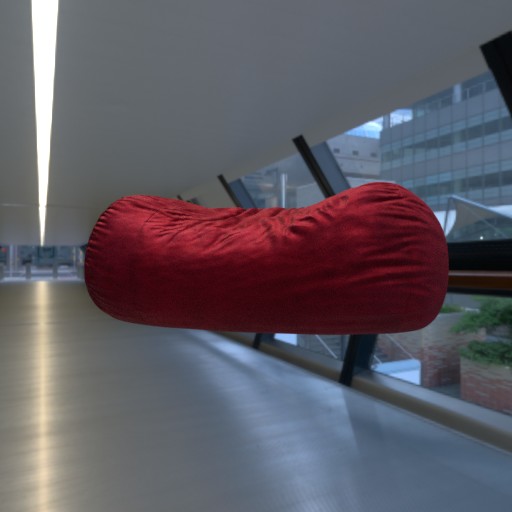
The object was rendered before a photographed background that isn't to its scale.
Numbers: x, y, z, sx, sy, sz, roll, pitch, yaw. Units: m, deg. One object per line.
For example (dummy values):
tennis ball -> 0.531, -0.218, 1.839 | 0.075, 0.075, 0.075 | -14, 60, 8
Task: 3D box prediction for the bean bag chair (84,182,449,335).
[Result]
bean bag chair -> 0.000, 0.000, 2.879 | 2.293, 0.867, 1.216 | 0, 0, 19
